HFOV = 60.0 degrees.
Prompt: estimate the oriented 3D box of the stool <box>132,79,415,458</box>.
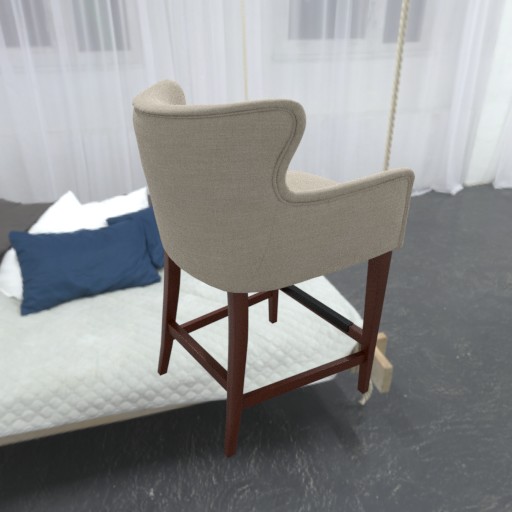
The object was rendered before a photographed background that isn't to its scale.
[{"bbox_3d":[0.000,0.000,1.360,0.637,0.987,0.615,-18,32,-31],"label":"stool"}]
